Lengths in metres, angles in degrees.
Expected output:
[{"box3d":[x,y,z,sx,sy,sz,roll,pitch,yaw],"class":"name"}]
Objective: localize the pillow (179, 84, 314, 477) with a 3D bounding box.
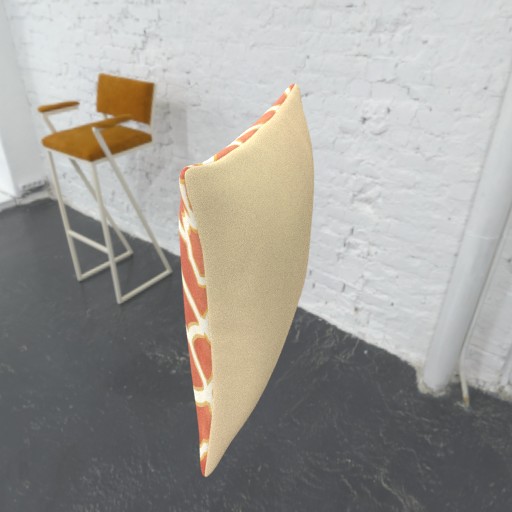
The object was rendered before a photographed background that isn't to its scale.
[{"box3d":[0.000,0.000,0.800,0.166,0.508,0.552,8,31,14],"class":"pillow"}]
